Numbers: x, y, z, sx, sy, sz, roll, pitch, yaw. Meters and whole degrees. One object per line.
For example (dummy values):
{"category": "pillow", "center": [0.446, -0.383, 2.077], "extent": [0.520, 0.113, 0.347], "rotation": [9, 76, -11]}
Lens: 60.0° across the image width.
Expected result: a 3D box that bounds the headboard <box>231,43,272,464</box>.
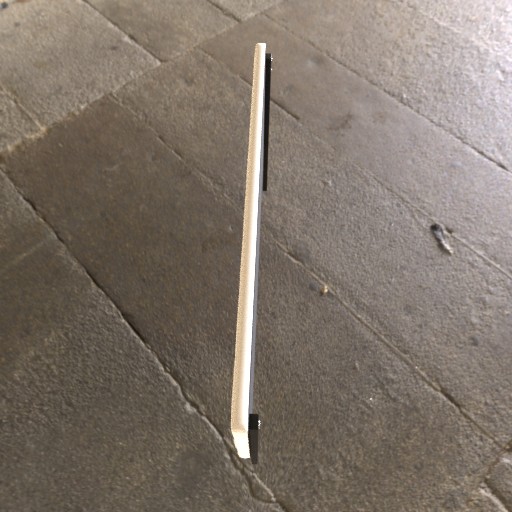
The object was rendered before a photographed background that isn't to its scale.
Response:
{"category": "headboard", "center": [0.000, 0.000, 2.852], "extent": [0.120, 1.410, 2.362], "rotation": [2, 60, 1]}
